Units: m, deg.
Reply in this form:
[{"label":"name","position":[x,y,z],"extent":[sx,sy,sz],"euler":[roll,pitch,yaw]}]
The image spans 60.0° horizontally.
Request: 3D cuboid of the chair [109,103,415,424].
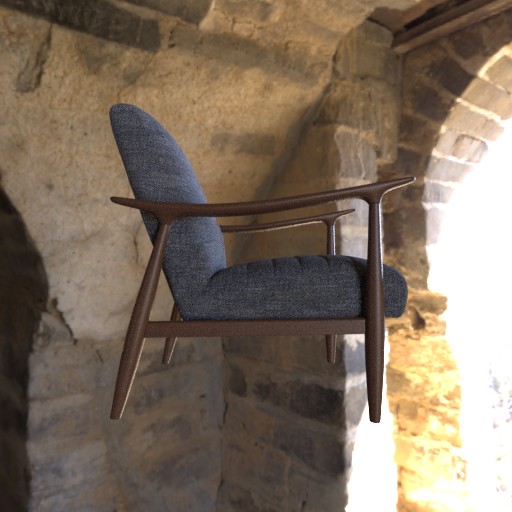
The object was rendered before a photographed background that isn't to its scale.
[{"label":"chair","position":[0.000,0.000,1.433],"extent":[0.798,0.832,0.741],"euler":[0,-1,0]}]
